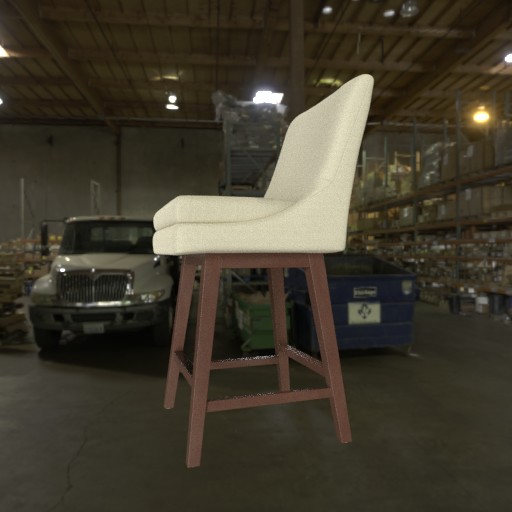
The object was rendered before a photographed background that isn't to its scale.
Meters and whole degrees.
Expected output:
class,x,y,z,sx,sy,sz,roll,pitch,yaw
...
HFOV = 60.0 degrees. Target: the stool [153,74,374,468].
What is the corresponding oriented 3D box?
class,x,y,z,sx,sy,sz,roll,pitch,yaw
stool,0.000,0.000,1.317,0.559,0.991,0.483,0,1,-19
